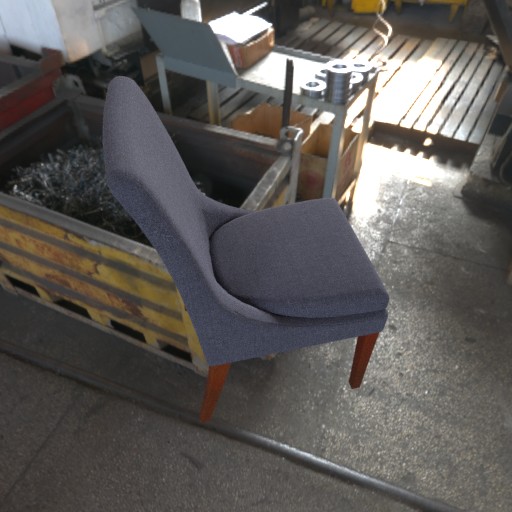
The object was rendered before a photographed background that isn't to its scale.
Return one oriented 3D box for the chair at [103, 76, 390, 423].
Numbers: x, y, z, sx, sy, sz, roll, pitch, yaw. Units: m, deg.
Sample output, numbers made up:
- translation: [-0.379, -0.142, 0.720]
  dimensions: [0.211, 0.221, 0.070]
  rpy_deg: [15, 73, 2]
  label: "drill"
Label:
- translation: [0.000, 0.000, 1.302]
  dimensions: [0.655, 0.952, 0.508]
  rpy_deg: [-9, 46, -9]
  label: "chair"
